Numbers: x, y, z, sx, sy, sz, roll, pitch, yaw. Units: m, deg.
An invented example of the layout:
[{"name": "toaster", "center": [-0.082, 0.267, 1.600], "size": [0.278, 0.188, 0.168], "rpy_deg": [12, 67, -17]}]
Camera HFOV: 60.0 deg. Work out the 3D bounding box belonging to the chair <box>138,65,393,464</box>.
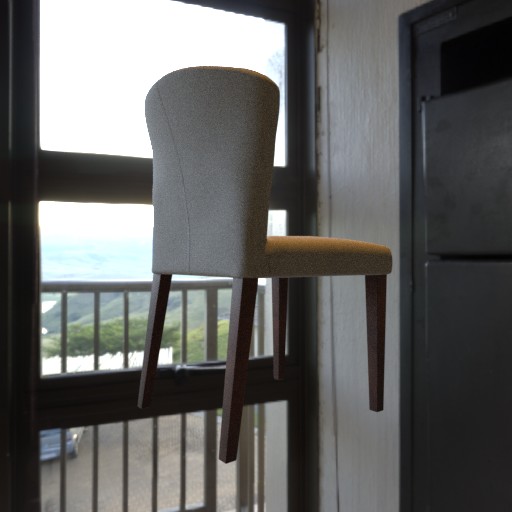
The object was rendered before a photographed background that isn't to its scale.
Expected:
[{"name": "chair", "center": [0.000, 0.000, 1.214], "size": [0.592, 0.839, 0.491], "rpy_deg": [0, -1, -38]}]
